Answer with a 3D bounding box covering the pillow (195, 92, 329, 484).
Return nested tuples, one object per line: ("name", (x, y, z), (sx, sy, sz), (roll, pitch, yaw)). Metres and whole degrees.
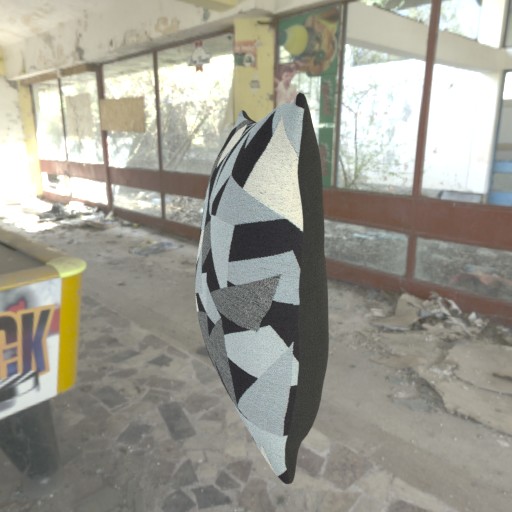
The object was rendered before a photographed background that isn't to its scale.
("pillow", (0.000, 0.000, 0.754), (0.208, 0.496, 0.503), (-2, 15, -9))
